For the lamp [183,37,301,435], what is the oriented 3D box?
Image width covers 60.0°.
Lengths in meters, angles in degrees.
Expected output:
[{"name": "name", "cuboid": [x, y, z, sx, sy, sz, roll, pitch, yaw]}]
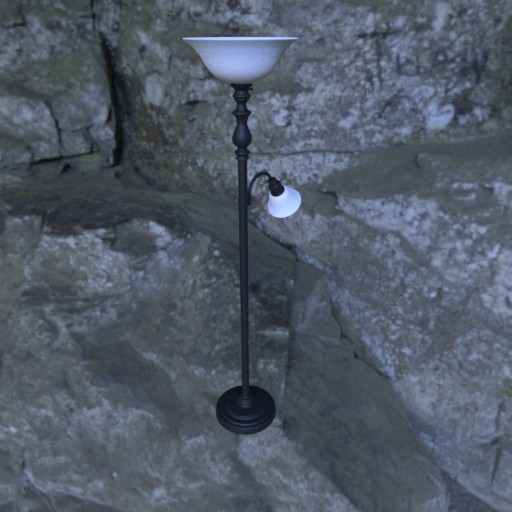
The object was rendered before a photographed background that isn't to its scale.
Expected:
[{"name": "lamp", "cuboid": [0.000, 0.000, 2.029, 0.405, 1.793, 0.588, 18, 32, 31]}]
